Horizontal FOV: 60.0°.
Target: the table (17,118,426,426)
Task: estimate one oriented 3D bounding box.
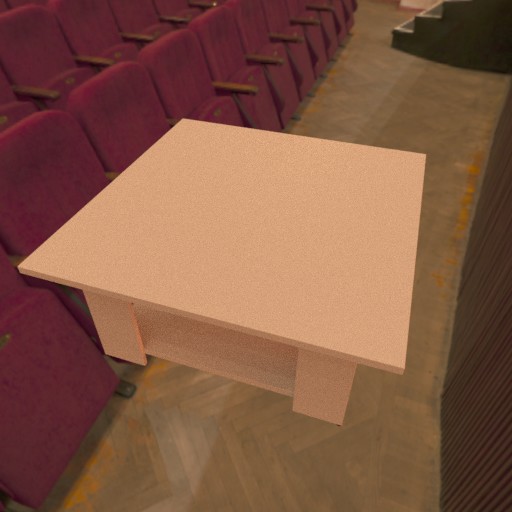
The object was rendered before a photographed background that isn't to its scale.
[{"bbox_3d":[0.000,0.000,1.048,0.670,0.305,0.670,12,42,14],"label":"table"}]
